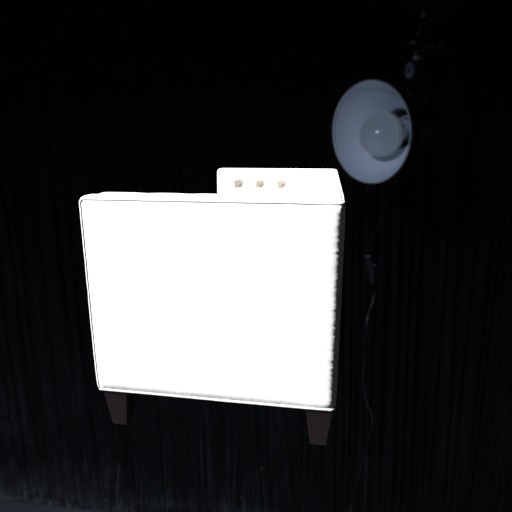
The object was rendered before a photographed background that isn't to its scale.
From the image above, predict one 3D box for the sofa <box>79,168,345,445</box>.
[{"bbox_3d":[0.000,0.000,2.168,0.775,0.762,1.778,2,14,9],"label":"sofa"}]
